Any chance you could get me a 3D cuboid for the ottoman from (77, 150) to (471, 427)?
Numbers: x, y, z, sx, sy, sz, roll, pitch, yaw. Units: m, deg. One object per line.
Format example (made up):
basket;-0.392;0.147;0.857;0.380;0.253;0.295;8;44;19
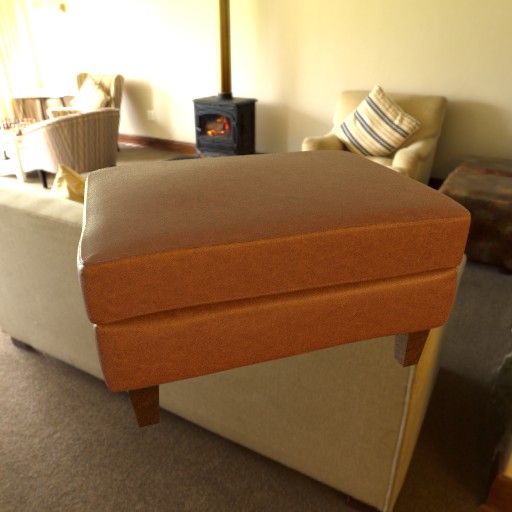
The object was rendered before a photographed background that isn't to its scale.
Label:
ottoman;0.000;0.000;1.221;0.851;0.485;0.650;-8;28;-15
